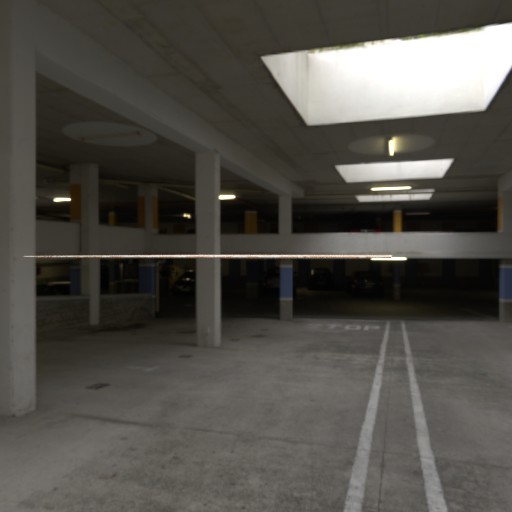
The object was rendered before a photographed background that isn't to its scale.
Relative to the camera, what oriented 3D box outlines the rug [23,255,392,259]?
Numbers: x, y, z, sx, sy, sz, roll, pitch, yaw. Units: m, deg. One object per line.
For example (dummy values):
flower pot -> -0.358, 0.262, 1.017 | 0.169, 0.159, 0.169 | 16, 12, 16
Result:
rug -> 0.000, 0.000, 4.157 | 2.441, 0.011, 3.050 | 0, 0, 17
